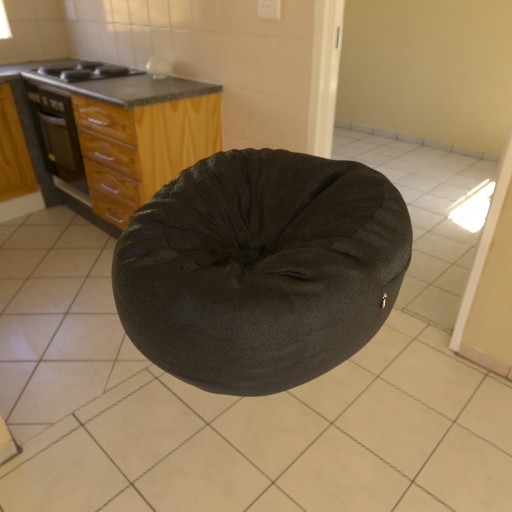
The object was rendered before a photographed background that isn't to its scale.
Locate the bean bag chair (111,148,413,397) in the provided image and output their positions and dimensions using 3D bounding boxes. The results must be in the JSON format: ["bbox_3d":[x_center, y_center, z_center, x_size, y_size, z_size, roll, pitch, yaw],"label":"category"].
[{"bbox_3d":[0.000,0.000,2.450,1.524,0.878,1.524,19,36,29],"label":"bean bag chair"}]
